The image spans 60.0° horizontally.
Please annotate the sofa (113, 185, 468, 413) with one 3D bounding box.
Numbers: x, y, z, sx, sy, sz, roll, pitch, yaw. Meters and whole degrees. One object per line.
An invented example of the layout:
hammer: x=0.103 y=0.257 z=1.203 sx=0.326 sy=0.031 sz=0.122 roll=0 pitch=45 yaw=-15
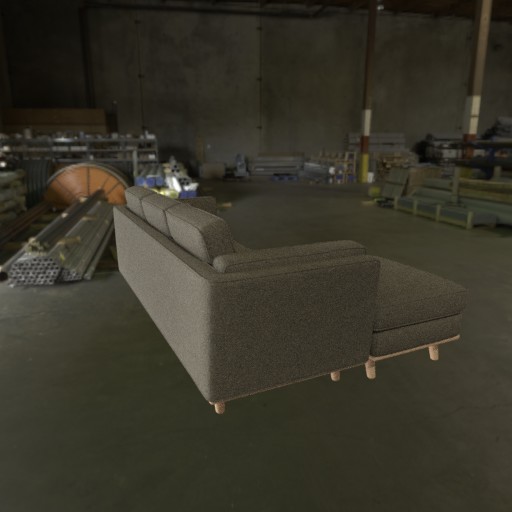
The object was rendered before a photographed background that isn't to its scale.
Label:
sofa: x=0.000 y=0.000 z=3.188 sx=1.604 sy=0.929 sz=2.411 roll=-7 pitch=16 yaw=-25
